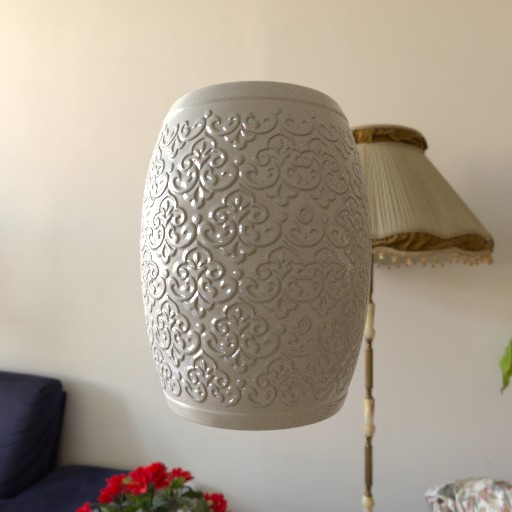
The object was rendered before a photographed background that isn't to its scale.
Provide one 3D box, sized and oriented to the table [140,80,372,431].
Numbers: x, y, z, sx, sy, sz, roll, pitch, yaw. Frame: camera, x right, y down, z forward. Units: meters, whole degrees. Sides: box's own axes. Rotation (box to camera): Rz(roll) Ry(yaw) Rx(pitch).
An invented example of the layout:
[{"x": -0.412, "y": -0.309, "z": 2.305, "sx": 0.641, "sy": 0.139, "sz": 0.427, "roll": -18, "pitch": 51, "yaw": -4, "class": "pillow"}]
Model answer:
[{"x": 0.000, "y": 0.000, "z": 0.611, "sx": 0.309, "sy": 0.397, "sz": 0.309, "roll": 0, "pitch": -1, "yaw": 0, "class": "table"}]
